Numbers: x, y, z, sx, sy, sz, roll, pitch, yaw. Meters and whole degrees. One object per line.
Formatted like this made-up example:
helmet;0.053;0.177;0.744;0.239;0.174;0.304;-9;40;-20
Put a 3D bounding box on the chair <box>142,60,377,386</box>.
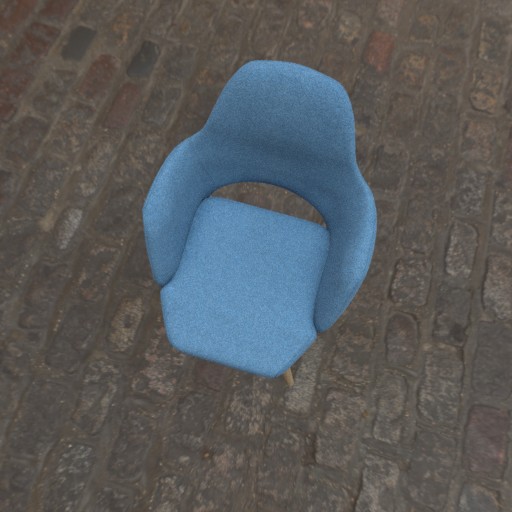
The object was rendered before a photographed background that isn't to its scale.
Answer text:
chair;0.000;0.000;1.326;0.589;0.920;0.666;16;75;4
